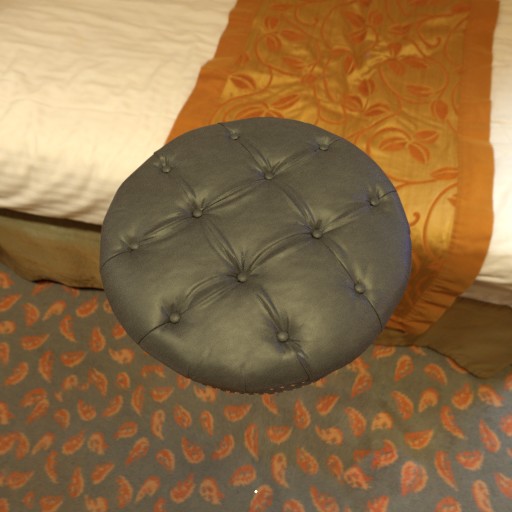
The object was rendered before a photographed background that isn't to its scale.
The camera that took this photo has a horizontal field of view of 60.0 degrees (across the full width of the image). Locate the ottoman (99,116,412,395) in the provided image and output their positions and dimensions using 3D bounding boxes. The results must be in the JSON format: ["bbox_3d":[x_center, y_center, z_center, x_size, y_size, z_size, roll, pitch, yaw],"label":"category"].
[{"bbox_3d":[0.000,0.000,1.416,0.901,0.439,0.901,0,62,0],"label":"ottoman"}]
